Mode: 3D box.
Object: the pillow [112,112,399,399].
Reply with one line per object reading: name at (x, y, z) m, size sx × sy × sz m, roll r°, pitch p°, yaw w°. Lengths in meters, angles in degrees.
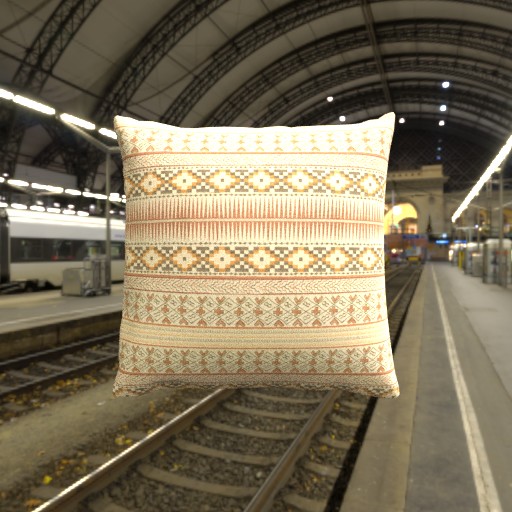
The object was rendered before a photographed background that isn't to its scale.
pillow at (0.000, 0.000, 0.806) m, size 0.521 × 0.519 × 0.215 m, roll 0°, pitch 0°, yaw 0°
